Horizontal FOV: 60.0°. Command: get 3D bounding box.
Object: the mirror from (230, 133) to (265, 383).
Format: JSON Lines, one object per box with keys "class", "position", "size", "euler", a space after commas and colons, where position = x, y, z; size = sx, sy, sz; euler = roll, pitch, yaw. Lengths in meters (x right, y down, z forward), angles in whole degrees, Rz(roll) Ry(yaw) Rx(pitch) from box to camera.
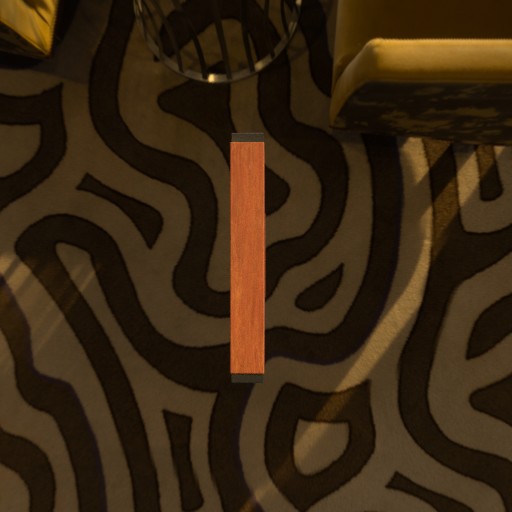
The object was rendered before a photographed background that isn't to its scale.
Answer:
{"class": "mirror", "position": [0.000, 0.000, 1.169], "size": [0.047, 1.123, 0.343], "euler": [0, 90, 1]}
